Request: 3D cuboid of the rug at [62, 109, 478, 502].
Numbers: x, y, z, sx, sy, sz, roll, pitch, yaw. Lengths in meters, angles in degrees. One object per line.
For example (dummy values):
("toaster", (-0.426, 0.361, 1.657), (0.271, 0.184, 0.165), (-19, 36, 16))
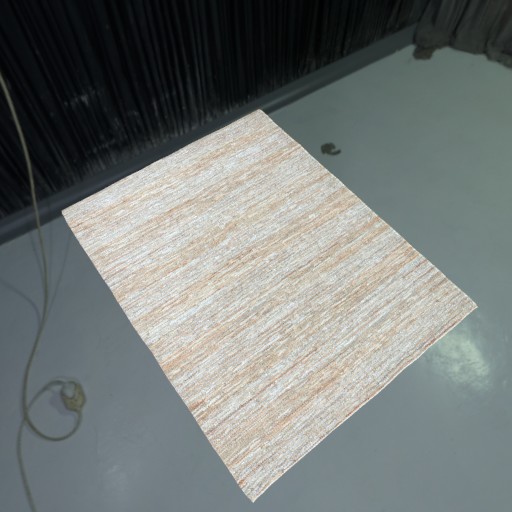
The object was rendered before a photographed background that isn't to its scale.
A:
("rug", (0.000, 0.000, 3.812), (2.313, 0.009, 2.939), (-33, 64, -18))
